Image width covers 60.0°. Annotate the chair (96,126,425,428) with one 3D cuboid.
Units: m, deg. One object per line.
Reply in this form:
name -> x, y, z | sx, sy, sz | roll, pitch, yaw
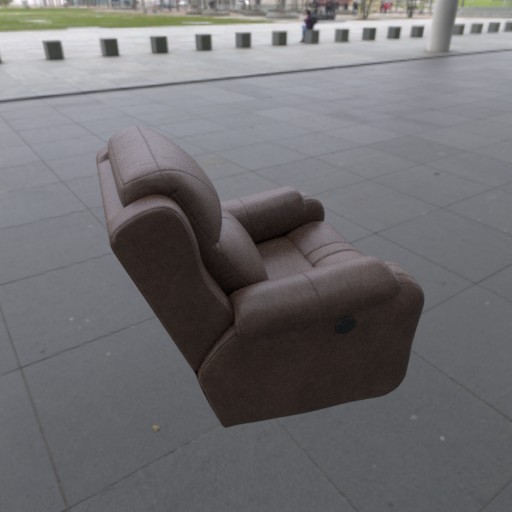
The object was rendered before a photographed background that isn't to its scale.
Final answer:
chair -> 0.000, 0.000, 1.764 | 1.067, 0.990, 0.940 | -10, 32, -17
